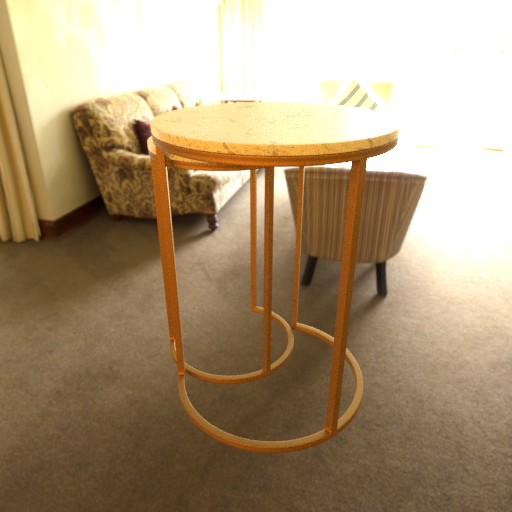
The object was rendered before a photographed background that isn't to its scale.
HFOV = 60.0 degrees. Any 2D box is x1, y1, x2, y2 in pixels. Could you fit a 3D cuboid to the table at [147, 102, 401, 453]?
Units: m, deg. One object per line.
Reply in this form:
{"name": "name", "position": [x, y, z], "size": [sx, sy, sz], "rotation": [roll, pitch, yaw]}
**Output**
{"name": "table", "position": [0.000, 0.000, 0.891], "size": [0.400, 0.550, 0.507], "rotation": [-17, 31, -31]}
